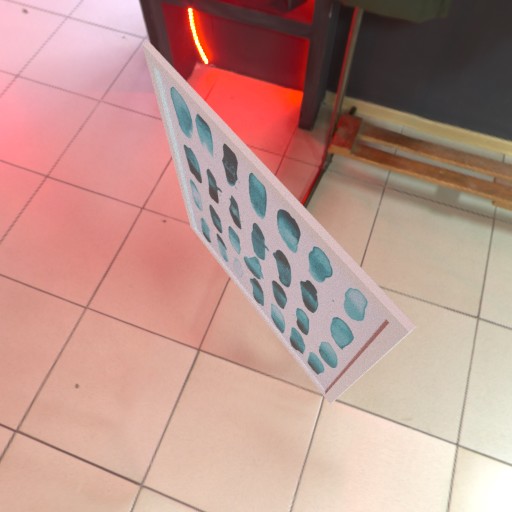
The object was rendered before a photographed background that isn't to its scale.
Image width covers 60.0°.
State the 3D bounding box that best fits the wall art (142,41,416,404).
[{"bbox_3d":[0.000,0.000,0.672,0.009,0.457,0.456,-34,69,-15],"label":"wall art"}]
